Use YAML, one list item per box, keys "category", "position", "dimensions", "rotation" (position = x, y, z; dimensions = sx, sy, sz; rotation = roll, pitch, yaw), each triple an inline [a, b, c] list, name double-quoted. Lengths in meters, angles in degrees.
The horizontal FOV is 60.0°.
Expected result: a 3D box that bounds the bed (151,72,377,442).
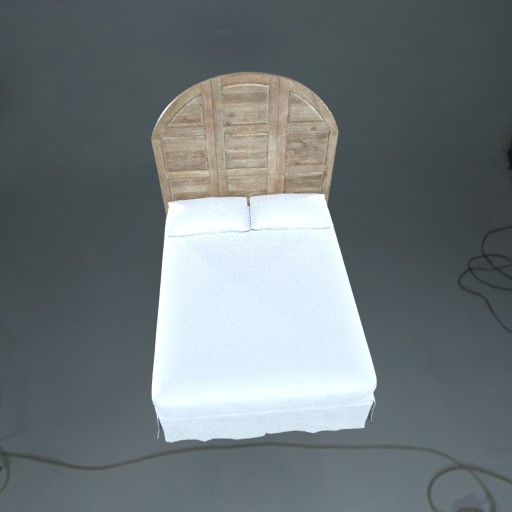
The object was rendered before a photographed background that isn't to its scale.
- category: "bed"
  position: [0.000, 0.000, 3.489]
  dimensions: [1.713, 2.002, 2.112]
  rotation: [-3, 47, -3]
